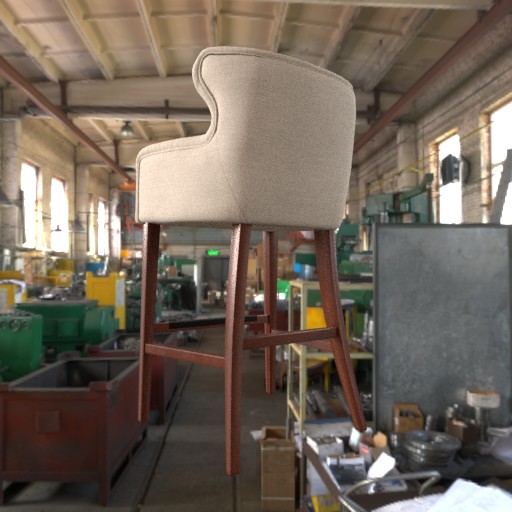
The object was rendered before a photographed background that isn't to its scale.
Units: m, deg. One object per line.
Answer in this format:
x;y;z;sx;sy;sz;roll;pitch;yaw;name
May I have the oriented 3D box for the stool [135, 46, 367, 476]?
0.000;0.000;1.351;0.556;1.034;0.563;1;-2;-37;stool
